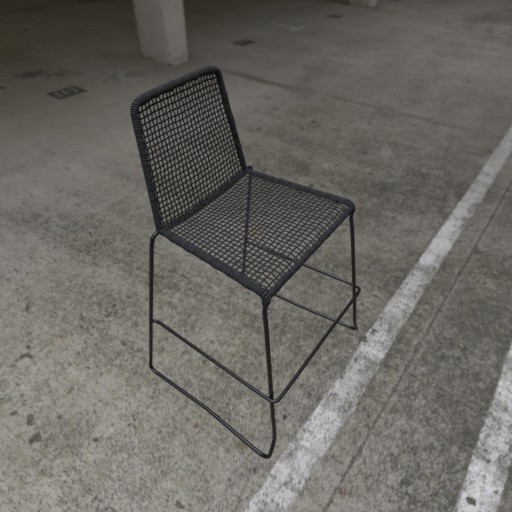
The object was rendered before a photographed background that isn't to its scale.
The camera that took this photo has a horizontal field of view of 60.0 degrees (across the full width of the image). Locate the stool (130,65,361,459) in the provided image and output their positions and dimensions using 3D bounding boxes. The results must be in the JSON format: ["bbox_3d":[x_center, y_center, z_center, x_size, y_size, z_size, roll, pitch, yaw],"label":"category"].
[{"bbox_3d":[0.000,0.000,1.264,0.509,0.905,0.590,25,47,26],"label":"stool"}]
